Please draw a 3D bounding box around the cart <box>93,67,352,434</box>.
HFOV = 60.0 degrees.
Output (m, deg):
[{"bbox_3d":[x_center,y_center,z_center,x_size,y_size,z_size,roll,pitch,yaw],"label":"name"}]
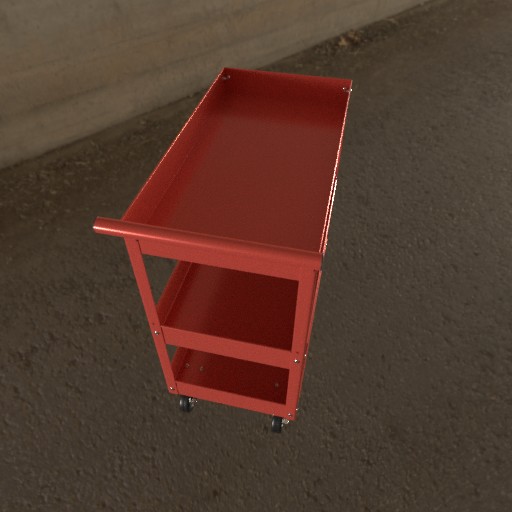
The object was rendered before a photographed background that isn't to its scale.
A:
[{"bbox_3d":[0.000,0.000,1.191,0.366,0.780,0.719,10,47,9],"label":"cart"}]
